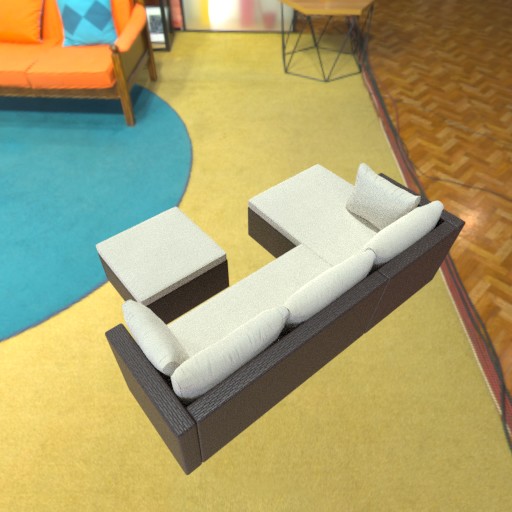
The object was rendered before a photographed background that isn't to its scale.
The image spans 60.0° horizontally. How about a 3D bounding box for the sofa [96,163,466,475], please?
[{"bbox_3d":[0.000,0.000,2.986,2.192,0.766,1.612,-31,54,-26],"label":"sofa"}]
